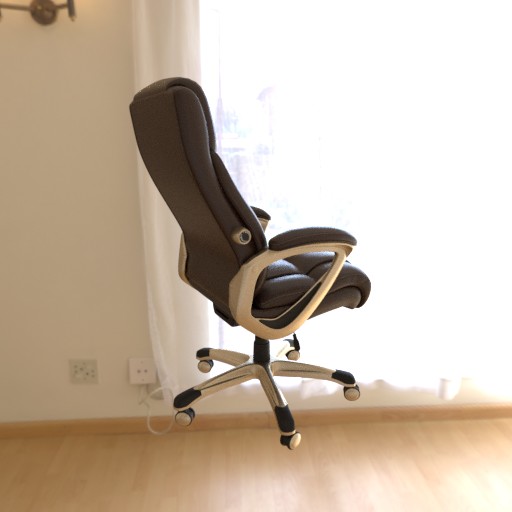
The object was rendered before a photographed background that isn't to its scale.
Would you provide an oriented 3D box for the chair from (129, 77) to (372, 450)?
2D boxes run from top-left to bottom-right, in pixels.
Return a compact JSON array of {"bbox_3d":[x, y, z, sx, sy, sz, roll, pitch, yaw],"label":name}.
[{"bbox_3d":[0.000,0.000,1.656,0.749,1.194,0.692,-8,16,-28],"label":"chair"}]
